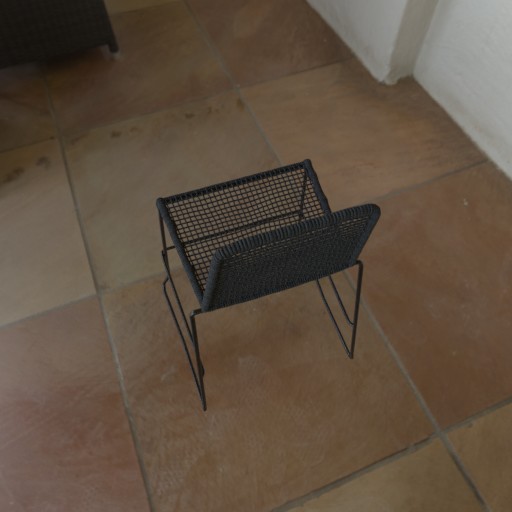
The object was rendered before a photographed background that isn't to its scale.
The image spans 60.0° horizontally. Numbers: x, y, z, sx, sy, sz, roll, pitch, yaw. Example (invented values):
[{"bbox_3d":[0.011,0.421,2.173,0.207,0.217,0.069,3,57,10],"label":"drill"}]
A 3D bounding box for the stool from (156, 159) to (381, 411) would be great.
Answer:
[{"bbox_3d":[0.000,0.000,1.243,0.590,0.905,0.509,-17,60,-10],"label":"stool"}]
